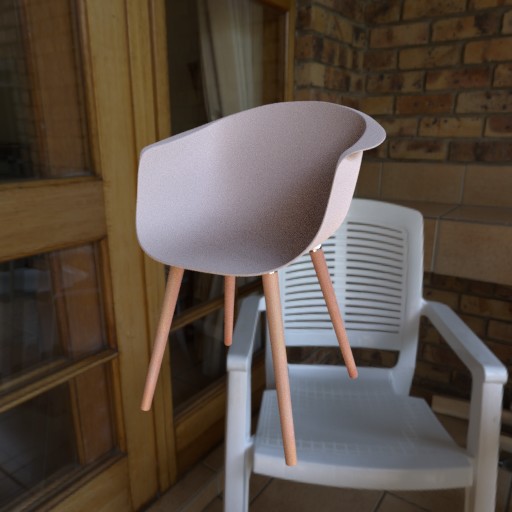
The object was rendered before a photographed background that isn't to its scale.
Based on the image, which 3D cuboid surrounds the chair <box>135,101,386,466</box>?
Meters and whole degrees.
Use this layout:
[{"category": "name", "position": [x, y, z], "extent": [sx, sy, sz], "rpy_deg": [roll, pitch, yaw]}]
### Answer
[{"category": "chair", "position": [0.000, 0.000, 1.139], "extent": [0.593, 0.781, 0.504], "rpy_deg": [8, 17, 28]}]
